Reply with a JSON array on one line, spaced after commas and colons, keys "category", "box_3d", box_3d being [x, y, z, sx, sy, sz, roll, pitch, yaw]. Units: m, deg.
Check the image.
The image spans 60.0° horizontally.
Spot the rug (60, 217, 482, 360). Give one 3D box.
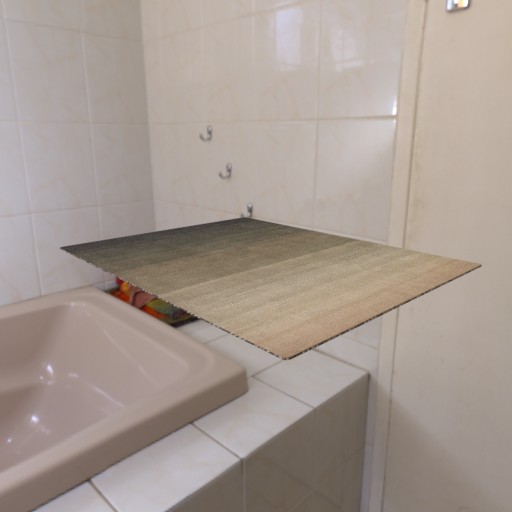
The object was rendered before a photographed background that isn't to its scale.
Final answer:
[{"category": "rug", "box_3d": [0.000, 0.000, 3.836, 2.305, 0.017, 2.902, -14, 20, -41]}]
